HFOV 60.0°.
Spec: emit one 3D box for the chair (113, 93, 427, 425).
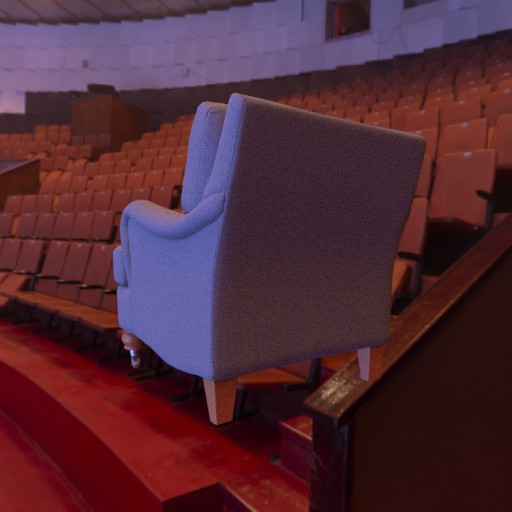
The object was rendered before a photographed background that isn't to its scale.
[{"bbox_3d":[0.000,0.000,1.891,0.955,1.038,1.070,-2,3,-36],"label":"chair"}]
